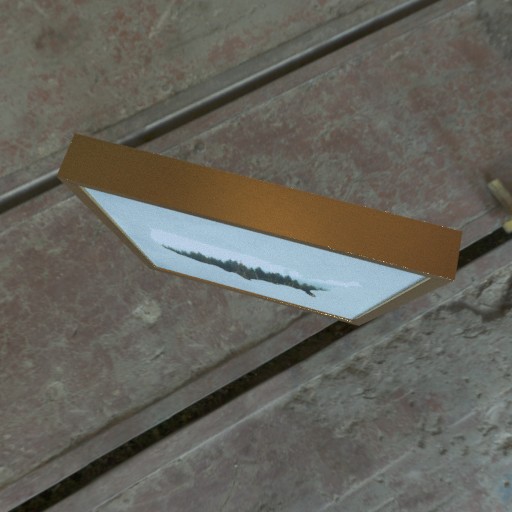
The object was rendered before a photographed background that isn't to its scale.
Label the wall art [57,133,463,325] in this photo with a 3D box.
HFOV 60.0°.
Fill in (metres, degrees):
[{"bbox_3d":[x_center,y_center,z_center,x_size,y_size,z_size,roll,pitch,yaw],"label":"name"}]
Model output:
[{"bbox_3d":[0.000,0.000,0.478,0.304,0.304,0.038,15,76,4],"label":"wall art"}]
